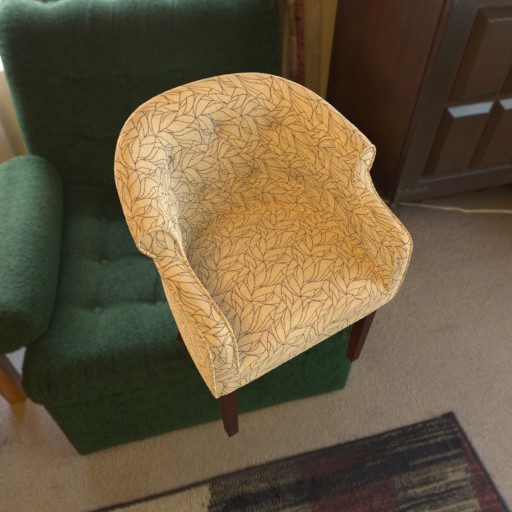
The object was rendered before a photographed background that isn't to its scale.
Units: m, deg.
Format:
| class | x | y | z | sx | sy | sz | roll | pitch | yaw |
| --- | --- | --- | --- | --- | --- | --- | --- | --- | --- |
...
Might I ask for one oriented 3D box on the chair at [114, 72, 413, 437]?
| class | x | y | z | sx | sy | sz | roll | pitch | yaw |
| --- | --- | --- | --- | --- | --- | --- | --- | --- | --- |
| chair | 0.000 | 0.000 | 1.308 | 0.686 | 0.858 | 0.613 | -24 | 50 | -22 |
